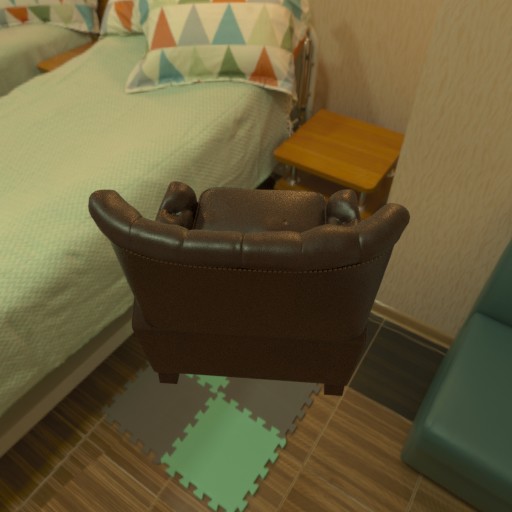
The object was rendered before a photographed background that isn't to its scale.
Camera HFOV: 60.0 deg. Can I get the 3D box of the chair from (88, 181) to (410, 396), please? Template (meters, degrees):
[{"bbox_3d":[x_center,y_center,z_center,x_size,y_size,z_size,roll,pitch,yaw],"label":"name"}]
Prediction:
[{"bbox_3d":[0.000,0.000,1.442,0.709,0.864,0.823,3,46,3],"label":"chair"}]
